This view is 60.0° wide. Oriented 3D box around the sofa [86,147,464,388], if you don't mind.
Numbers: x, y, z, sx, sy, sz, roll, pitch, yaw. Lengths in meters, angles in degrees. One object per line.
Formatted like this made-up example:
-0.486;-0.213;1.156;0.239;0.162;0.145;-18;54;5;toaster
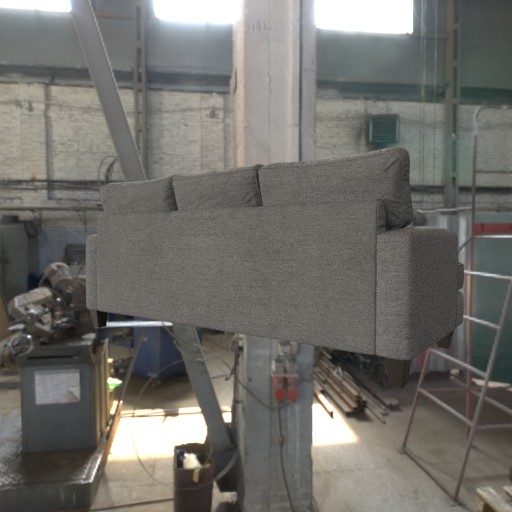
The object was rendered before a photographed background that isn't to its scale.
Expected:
0.000;0.000;2.665;2.158;0.965;0.951;2;3;36;sofa
